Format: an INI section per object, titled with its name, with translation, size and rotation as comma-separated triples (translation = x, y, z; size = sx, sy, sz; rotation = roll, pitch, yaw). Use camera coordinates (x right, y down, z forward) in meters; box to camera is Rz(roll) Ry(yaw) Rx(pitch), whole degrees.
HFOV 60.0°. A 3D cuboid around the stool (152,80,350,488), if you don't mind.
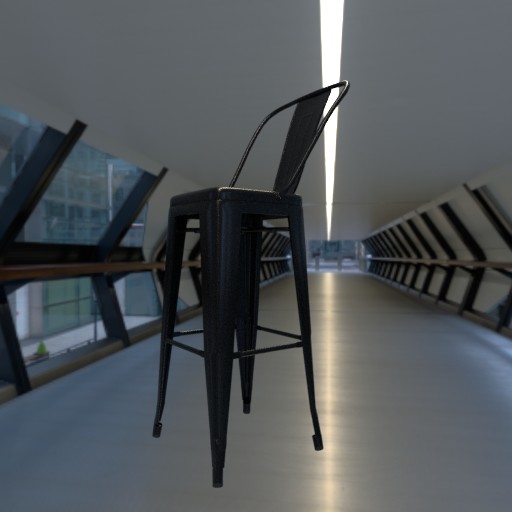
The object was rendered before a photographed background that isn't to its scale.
[stool]
translation = 0.000, 0.000, 1.335
size = 0.513, 1.096, 0.399
rotation = -1, 1, -36
